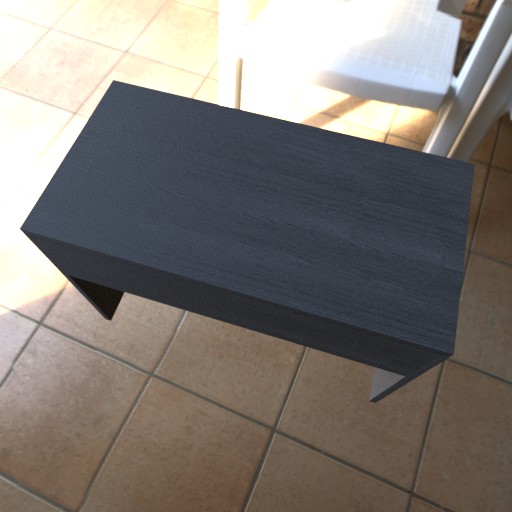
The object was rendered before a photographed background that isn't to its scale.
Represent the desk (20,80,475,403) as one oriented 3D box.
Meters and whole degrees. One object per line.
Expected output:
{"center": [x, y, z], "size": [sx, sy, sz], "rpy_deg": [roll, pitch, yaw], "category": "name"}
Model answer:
{"center": [0.000, 0.000, 1.510], "size": [1.099, 0.729, 0.557], "rpy_deg": [15, 65, 8], "category": "desk"}
